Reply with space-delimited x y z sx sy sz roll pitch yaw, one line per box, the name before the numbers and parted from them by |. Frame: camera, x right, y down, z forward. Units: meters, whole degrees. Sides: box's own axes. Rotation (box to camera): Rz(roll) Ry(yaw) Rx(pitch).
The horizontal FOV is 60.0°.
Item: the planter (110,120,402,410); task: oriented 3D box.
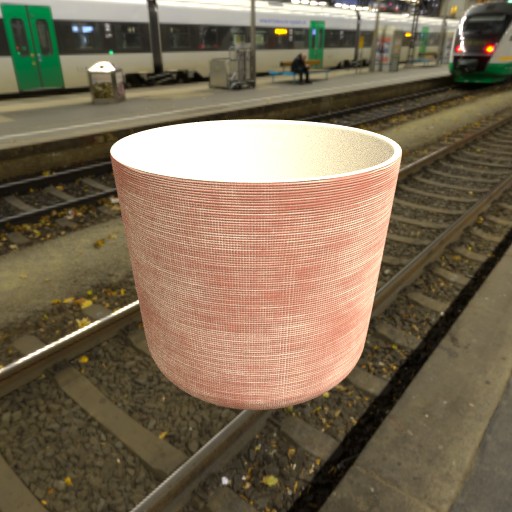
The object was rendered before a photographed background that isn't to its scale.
planter | 0.000 0.000 0.783 0.440 0.398 0.440 0 26 0
